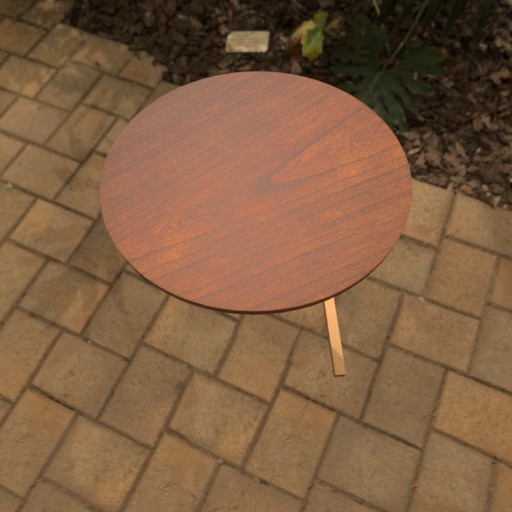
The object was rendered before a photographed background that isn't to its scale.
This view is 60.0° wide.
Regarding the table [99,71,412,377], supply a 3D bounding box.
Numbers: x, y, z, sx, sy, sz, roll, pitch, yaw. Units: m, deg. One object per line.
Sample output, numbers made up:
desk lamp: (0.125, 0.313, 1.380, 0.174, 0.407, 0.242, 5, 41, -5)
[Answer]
table: (0.000, 0.000, 1.144, 0.577, 0.706, 0.530, -4, 65, -2)
